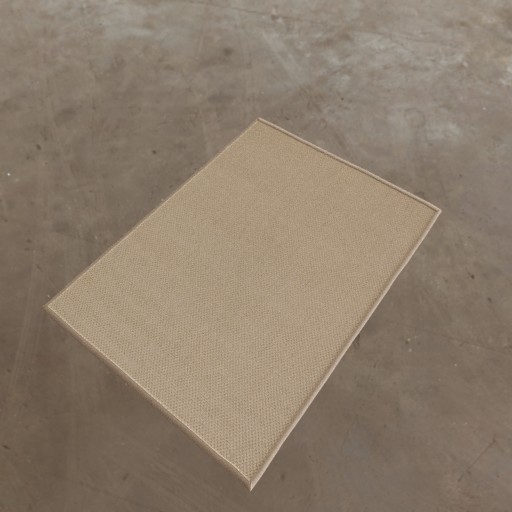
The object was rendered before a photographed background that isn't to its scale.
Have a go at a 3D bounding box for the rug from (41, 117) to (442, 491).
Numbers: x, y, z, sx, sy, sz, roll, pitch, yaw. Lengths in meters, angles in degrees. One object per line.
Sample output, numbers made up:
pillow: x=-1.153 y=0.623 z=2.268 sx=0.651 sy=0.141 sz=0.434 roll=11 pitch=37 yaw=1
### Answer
rug: x=0.000 y=0.000 z=2.727 sx=1.525 sy=0.020 sz=2.081 roll=33 pitch=63 yaw=19
